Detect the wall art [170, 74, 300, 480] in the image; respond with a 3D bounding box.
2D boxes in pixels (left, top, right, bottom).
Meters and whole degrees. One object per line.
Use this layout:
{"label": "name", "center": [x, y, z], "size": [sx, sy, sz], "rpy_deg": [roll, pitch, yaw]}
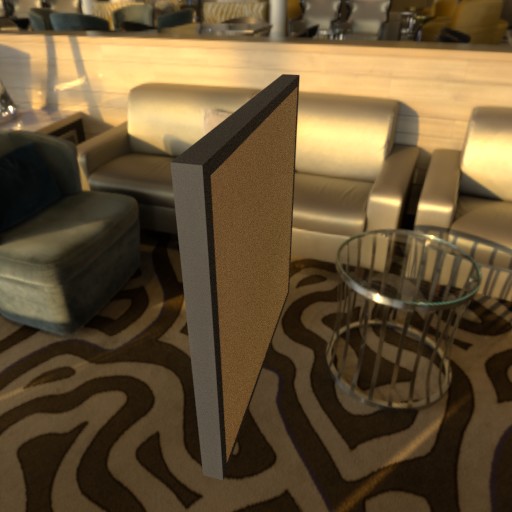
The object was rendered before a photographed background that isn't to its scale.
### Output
{"label": "wall art", "center": [0.000, 0.000, 0.765], "size": [0.033, 0.507, 0.508], "rpy_deg": [8, 32, 13]}
